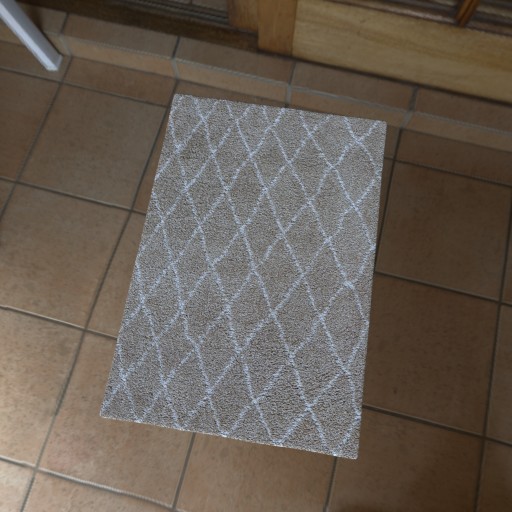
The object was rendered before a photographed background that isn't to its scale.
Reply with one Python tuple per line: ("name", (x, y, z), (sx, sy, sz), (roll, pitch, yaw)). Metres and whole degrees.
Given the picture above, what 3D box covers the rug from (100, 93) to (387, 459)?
("rug", (0.000, 0.000, 2.297), (1.219, 0.030, 1.778), (8, 75, 2))
